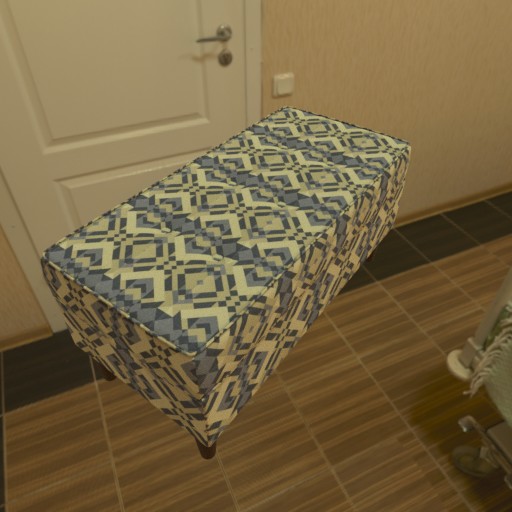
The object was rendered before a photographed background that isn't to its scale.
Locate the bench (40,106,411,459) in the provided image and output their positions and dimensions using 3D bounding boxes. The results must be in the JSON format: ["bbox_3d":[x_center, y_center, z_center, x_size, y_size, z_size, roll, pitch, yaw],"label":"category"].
[{"bbox_3d":[0.000,0.000,1.322,0.492,0.477,1.016,26,48,26],"label":"bench"}]
